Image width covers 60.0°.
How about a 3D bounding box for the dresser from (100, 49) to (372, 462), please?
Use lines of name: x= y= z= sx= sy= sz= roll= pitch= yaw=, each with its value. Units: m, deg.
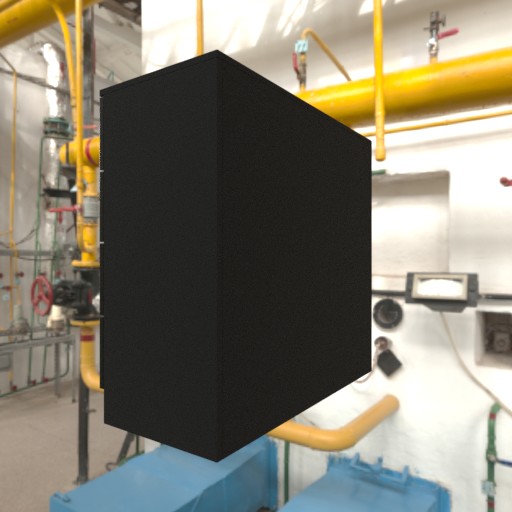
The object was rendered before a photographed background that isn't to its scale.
dresser: x=0.000 y=0.000 z=1.181 sx=0.360 sy=0.720 sz=0.750 roll=0 pitch=0 yaw=35
